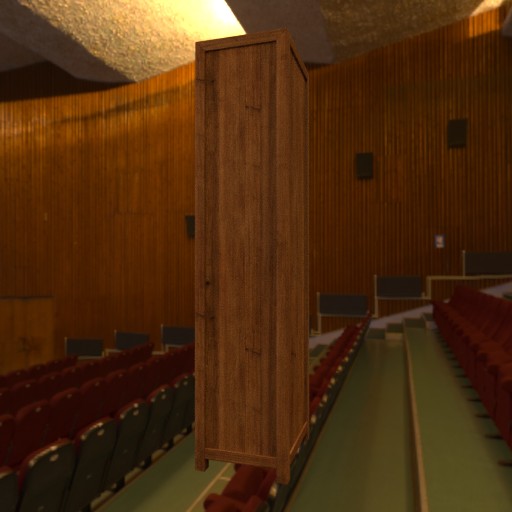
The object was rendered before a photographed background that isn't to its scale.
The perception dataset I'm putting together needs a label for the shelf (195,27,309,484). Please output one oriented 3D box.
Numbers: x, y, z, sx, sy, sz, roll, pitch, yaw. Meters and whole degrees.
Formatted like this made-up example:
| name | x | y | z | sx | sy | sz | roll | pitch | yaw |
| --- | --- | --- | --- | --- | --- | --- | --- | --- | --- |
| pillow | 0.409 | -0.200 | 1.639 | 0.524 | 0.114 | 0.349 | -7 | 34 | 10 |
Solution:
| name | x | y | z | sx | sy | sz | roll | pitch | yaw |
| --- | --- | --- | --- | --- | --- | --- | --- | --- | --- |
| shelf | 0.000 | 0.000 | 2.143 | 0.428 | 1.900 | 0.500 | 0 | 0 | 17 |
